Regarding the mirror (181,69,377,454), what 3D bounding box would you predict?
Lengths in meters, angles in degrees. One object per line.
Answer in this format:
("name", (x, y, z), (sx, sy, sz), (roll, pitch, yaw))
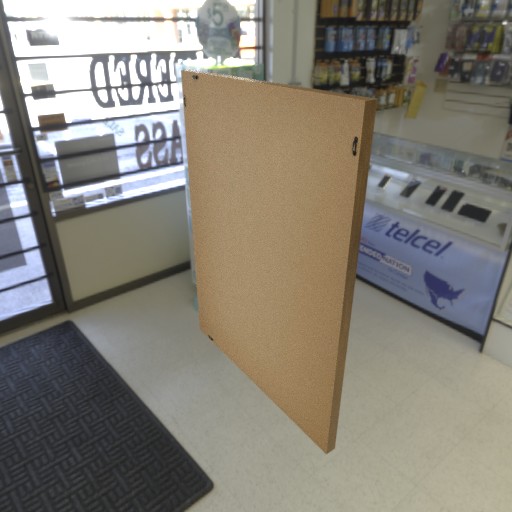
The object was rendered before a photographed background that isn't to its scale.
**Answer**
("mirror", (0.000, 0.000, 1.377), (0.041, 1.016, 0.762), (-19, 33, -31))
